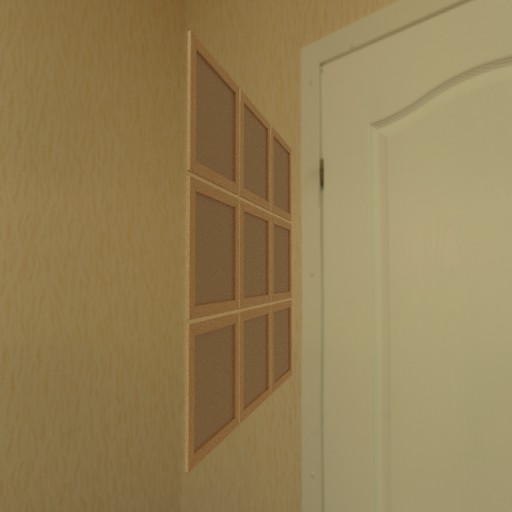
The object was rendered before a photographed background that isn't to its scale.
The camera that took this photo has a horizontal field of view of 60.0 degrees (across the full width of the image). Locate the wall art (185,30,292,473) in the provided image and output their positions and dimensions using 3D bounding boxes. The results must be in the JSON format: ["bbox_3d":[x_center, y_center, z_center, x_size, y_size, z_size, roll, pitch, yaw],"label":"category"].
[{"bbox_3d":[0.000,0.000,2.232,0.014,1.507,1.519,-1,-3,18],"label":"wall art"}]
